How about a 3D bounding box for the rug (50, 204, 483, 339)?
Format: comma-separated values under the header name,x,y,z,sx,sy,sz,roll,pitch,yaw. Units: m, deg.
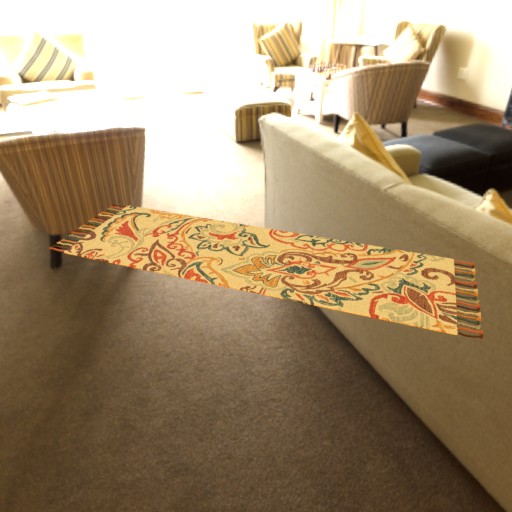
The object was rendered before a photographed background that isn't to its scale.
name,x,y,z,sx,sy,sz,roll,pitch,yaw
rug,0.000,0.000,2.899,2.682,0.015,0.763,10,33,16
